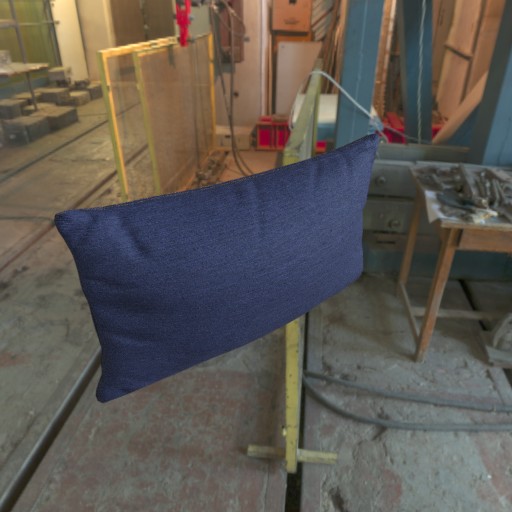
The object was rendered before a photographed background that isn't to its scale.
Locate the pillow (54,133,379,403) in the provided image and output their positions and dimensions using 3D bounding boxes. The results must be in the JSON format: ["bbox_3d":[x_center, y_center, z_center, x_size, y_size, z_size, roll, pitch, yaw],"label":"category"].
[{"bbox_3d":[0.000,0.000,0.795,0.633,0.338,0.210,-21,36,-32],"label":"pillow"}]
